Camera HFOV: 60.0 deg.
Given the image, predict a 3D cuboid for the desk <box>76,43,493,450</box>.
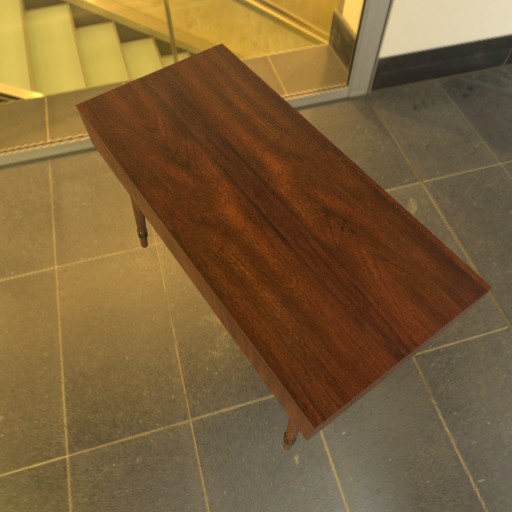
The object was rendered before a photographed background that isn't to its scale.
[{"bbox_3d":[0.000,0.000,2.077,0.734,1.031,1.577,-31,64,-17],"label":"desk"}]
